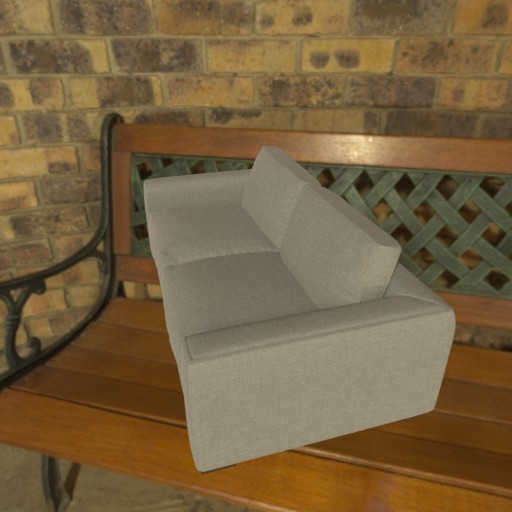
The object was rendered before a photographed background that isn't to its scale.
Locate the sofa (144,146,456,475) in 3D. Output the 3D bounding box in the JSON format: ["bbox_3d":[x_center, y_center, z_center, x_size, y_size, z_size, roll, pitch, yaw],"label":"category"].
[{"bbox_3d":[0.000,0.000,2.411,1.069,0.800,1.920,-8,30,-15],"label":"sofa"}]
